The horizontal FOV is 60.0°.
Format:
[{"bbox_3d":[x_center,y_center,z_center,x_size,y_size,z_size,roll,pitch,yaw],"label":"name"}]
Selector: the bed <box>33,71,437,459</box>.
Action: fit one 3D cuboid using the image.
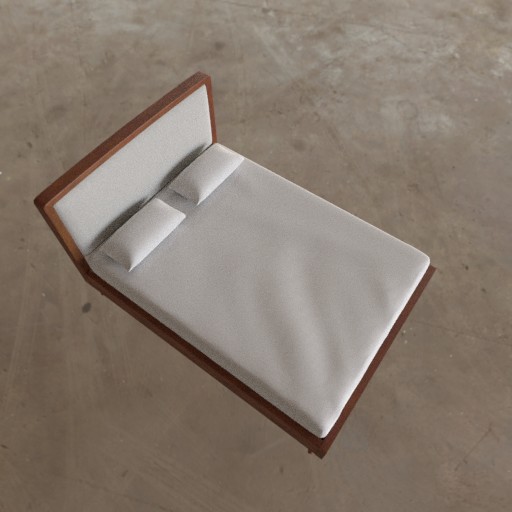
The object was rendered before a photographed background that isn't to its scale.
[{"bbox_3d":[0.000,0.000,3.187,2.196,1.275,1.587,32,63,18],"label":"bed"}]
